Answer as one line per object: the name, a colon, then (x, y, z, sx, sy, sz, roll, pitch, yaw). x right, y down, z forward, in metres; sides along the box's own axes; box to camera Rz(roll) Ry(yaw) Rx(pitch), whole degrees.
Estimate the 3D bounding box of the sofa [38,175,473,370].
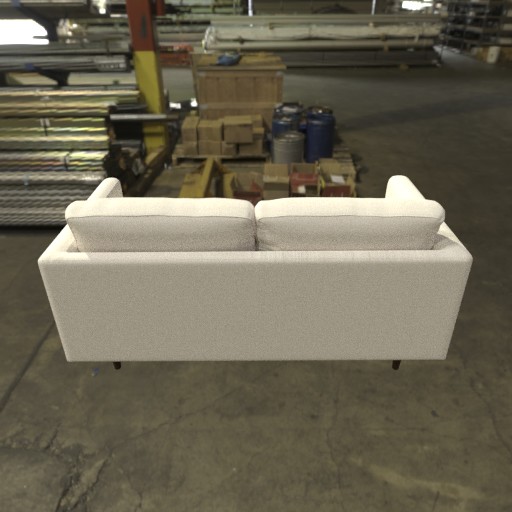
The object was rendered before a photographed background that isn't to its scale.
sofa: (0.000, 0.000, 2.241, 1.713, 0.893, 0.940, 0, 31, 0)
